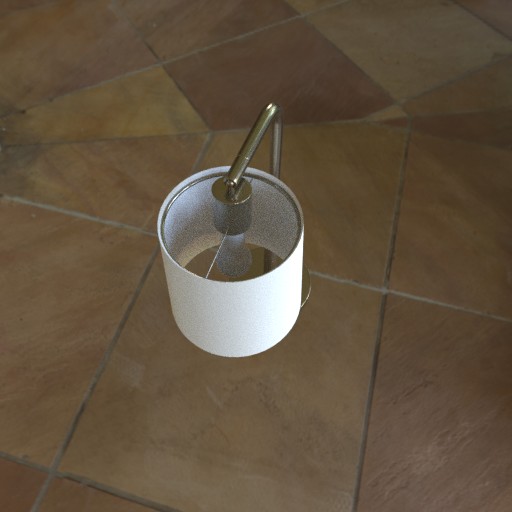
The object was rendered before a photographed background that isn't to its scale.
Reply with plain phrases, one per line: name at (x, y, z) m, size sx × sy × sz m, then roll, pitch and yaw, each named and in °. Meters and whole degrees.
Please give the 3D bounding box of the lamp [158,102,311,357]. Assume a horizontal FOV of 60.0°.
lamp at (0.000, 0.000, 0.649) m, size 0.171 × 0.489 × 0.333 m, roll 16°, pitch 59°, yaw 10°
